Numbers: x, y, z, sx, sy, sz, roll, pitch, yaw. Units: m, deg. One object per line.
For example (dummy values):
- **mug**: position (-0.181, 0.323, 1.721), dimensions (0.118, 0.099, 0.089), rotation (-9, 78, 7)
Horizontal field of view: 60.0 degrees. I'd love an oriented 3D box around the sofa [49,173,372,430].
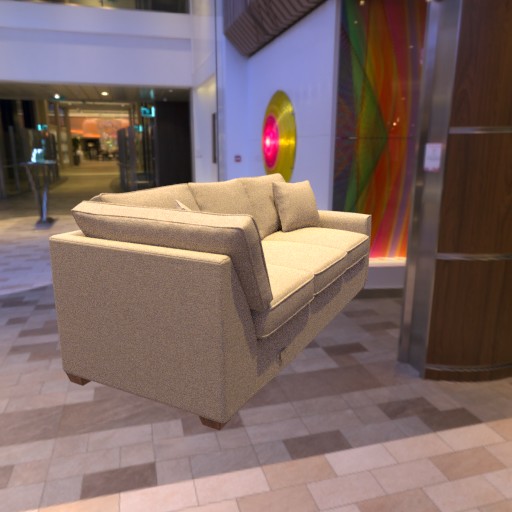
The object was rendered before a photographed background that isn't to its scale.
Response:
- **sofa**: position (0.000, 0.000, 2.927), dimensions (1.061, 0.962, 2.317), rotation (7, 15, 27)
